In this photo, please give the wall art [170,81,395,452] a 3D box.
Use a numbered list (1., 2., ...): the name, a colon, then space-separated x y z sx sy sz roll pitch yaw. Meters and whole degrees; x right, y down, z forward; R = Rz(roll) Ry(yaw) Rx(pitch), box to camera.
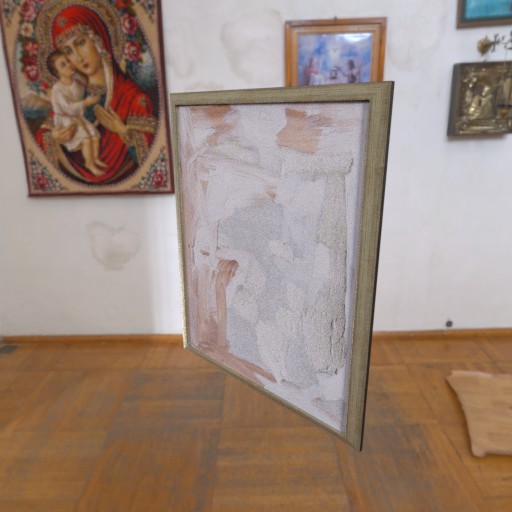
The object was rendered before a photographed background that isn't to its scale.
1. wall art: 0.000 0.000 0.933 0.559 0.660 0.018 17 24 42
